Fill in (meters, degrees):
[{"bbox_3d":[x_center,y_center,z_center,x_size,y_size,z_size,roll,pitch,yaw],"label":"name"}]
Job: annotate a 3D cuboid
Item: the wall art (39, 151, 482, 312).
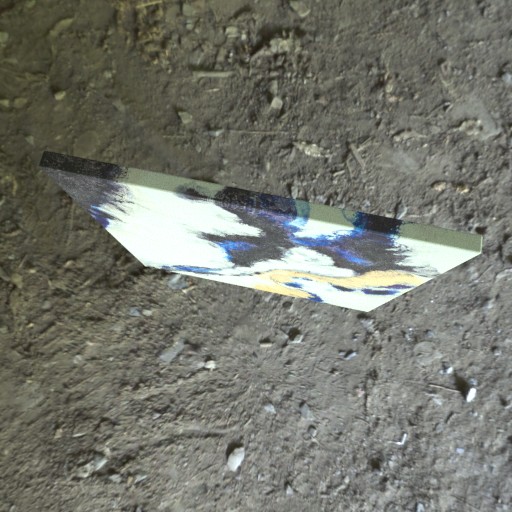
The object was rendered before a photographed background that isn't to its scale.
[{"bbox_3d":[0.000,0.000,1.300,0.887,0.885,0.038,11,76,3],"label":"wall art"}]
